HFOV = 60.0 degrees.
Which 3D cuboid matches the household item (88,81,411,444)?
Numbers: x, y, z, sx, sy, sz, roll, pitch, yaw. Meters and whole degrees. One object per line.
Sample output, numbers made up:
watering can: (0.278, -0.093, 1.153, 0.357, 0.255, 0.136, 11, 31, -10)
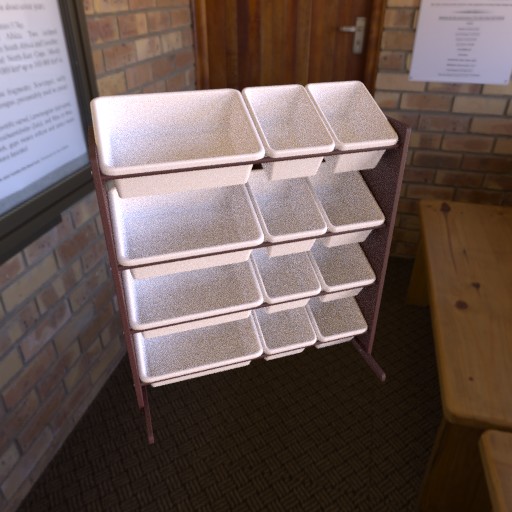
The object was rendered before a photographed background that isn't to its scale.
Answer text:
household item: (0.000, 0.000, 1.275, 0.787, 0.864, 0.389, -10, 32, -15)
